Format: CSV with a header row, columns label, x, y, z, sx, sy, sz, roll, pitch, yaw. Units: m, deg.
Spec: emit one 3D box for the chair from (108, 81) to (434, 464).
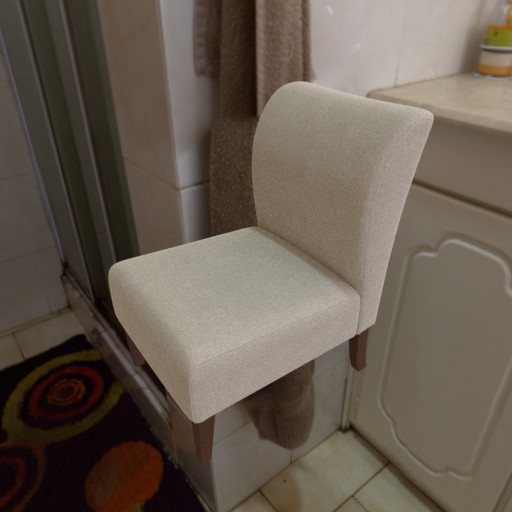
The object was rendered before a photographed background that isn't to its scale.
label,x,y,z,sx,sy,sz,roll,pitch,yaw
chair,0.000,0.000,1.300,0.754,0.833,0.521,-21,37,-30
